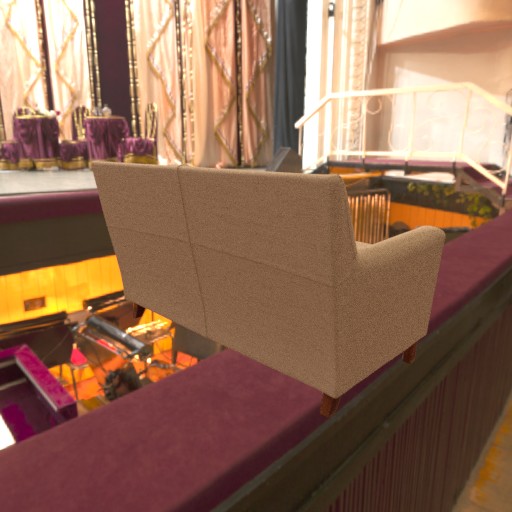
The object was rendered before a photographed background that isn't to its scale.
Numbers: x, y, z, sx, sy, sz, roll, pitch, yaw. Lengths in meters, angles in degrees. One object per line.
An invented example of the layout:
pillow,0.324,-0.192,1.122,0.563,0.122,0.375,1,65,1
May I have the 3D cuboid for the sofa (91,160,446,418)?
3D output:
sofa,0.000,0.000,2.135,1.482,0.892,0.891,14,20,43
